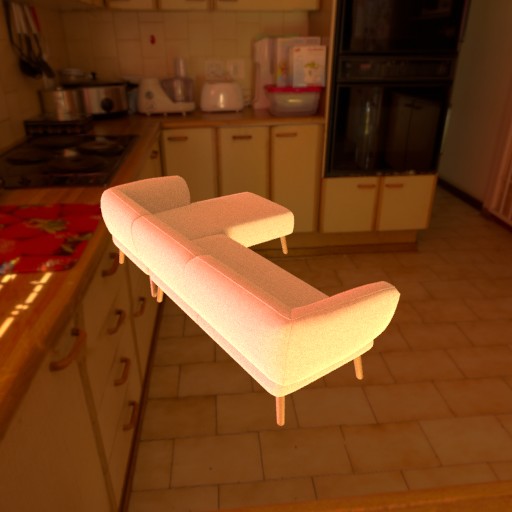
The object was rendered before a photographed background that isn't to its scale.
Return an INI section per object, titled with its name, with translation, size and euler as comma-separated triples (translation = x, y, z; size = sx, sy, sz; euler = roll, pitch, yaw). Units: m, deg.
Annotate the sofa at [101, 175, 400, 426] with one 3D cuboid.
[sofa]
translation = 0.000, 0.000, 3.449
size = 1.610, 0.730, 2.660
euler = -18, 31, -32
